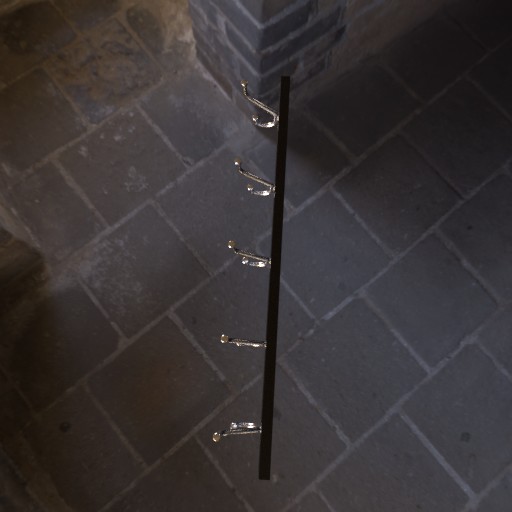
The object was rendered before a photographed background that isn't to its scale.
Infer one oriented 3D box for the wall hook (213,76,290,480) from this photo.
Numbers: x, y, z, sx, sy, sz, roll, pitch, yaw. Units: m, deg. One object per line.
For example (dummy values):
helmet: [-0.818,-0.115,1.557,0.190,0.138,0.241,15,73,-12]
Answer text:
wall hook: [0.000,0.000,0.619,0.071,0.117,0.571,3,77,1]
